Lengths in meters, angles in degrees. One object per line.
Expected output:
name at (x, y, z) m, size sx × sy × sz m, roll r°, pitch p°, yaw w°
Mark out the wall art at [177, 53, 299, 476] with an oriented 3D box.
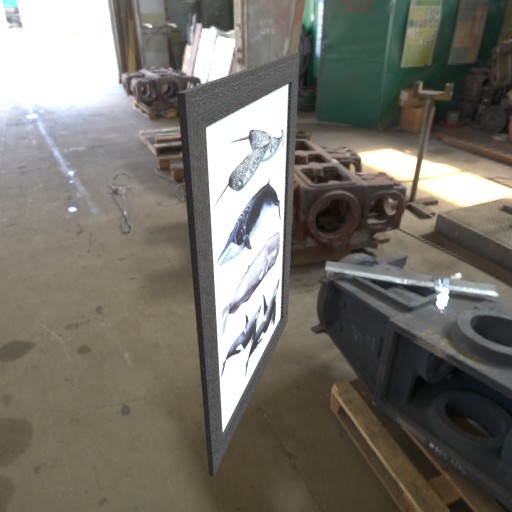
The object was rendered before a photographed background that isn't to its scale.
wall art at (0.000, 0.000, 1.414) m, size 0.016 × 1.116 × 0.810 m, roll 10°, pitch 31°, yaw 17°
